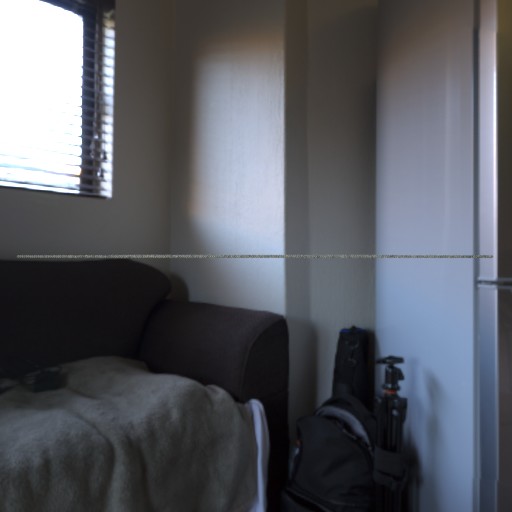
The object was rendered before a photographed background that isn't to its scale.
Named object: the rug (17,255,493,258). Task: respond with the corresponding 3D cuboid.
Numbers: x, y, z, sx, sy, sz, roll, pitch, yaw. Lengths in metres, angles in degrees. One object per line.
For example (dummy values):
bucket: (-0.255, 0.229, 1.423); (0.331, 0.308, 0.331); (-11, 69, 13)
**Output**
rug: (0.000, 0.000, 2.891); (2.283, 0.013, 1.547); (0, 0, 2)
